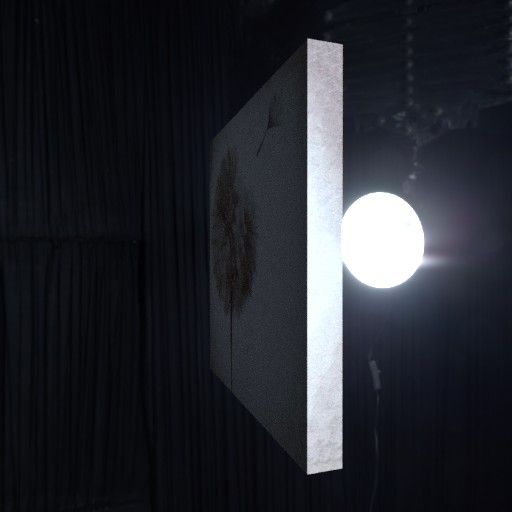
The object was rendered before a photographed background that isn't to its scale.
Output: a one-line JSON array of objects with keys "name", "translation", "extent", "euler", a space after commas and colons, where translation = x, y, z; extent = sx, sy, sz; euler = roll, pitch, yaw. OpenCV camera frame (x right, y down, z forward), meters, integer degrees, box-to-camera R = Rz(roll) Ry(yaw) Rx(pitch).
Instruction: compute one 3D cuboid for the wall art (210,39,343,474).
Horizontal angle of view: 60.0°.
[{"name": "wall art", "translation": [0.000, 0.000, 0.456], "extent": [0.028, 0.303, 0.303], "euler": [0, 0, -19]}]
